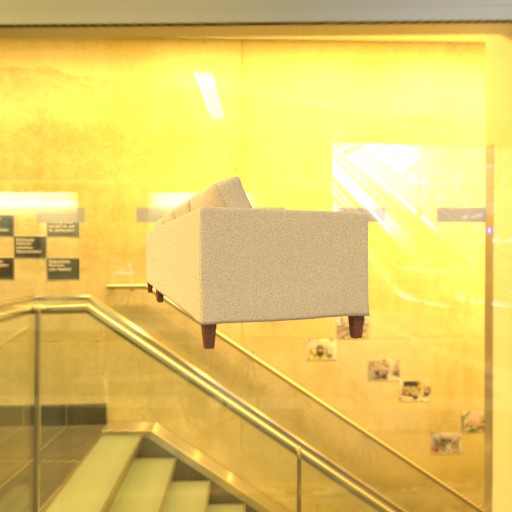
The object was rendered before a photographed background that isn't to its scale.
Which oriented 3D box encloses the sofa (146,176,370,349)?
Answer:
[{"bbox_3d":[0.000,0.000,3.851,1.625,0.861,3.186,0,1,-19],"label":"sofa"}]
